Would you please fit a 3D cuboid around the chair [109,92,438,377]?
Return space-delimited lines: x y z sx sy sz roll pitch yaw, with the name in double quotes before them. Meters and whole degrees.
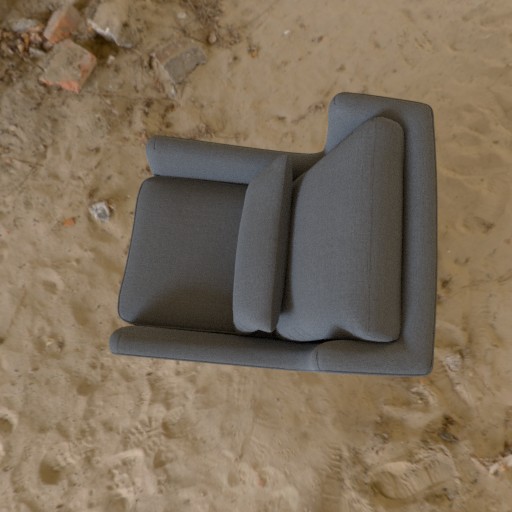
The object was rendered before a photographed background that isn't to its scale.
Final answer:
"chair" 0.000 0.000 1.744 1.040 1.056 0.866 6 75 2
